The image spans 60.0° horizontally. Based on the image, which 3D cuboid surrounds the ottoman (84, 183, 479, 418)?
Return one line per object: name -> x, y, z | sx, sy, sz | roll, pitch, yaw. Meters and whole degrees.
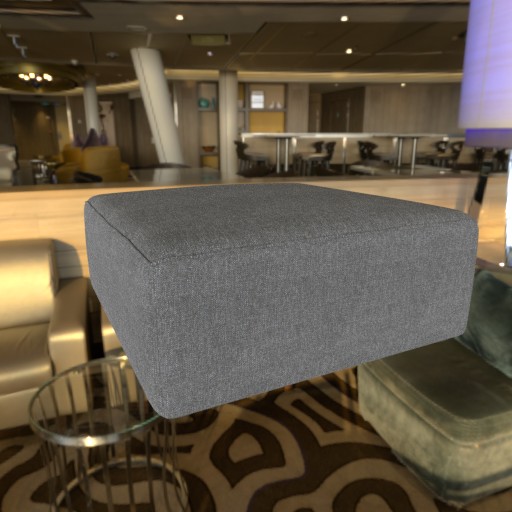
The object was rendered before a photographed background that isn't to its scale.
ottoman -> 0.000, 0.000, 1.529 | 1.000, 0.439, 1.000 | -8, 17, -26
